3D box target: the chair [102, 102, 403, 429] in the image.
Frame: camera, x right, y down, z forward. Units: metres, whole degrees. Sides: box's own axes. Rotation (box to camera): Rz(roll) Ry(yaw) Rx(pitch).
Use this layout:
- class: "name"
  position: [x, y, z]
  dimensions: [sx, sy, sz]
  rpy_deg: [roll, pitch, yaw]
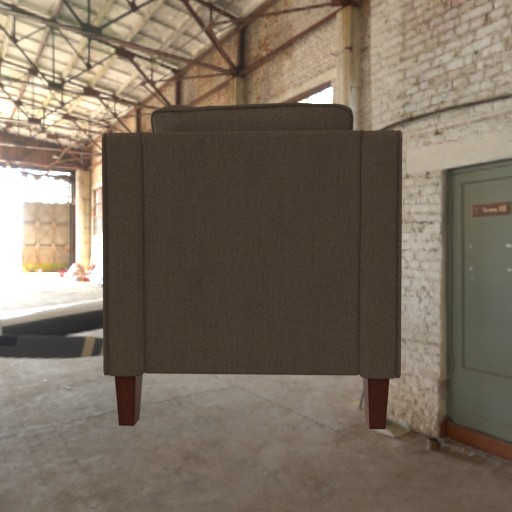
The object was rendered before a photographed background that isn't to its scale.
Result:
- class: "chair"
  position: [0.000, 0.000, 1.662]
  dimensions: [0.831, 0.960, 0.909]
  rpy_deg: [0, 0, 2]
